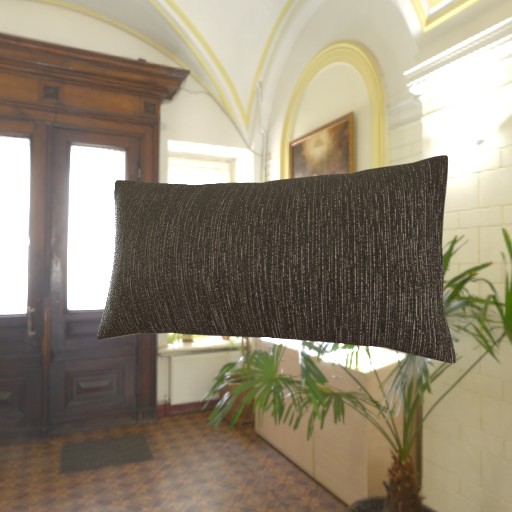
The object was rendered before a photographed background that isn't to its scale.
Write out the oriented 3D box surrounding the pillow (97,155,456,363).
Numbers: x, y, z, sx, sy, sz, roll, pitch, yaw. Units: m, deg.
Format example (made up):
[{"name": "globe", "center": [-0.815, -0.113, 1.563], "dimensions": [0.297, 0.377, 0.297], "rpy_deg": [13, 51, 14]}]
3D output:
[{"name": "pillow", "center": [0.000, 0.000, 0.744], "dimensions": [0.608, 0.305, 0.156], "rpy_deg": [0, -1, 19]}]
